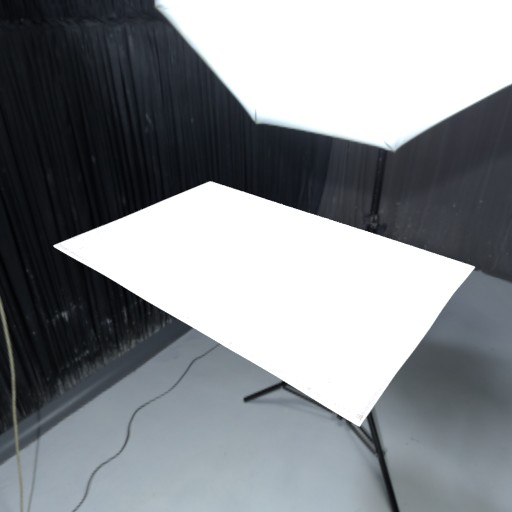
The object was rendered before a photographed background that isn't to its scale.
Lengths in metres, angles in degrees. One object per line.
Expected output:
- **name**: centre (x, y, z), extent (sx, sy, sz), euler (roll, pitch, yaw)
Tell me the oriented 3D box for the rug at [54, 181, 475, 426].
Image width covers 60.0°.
- **rug**: centre (0.000, 0.000, 3.448), extent (2.746, 0.018, 1.819), euler (23, 38, 33)
